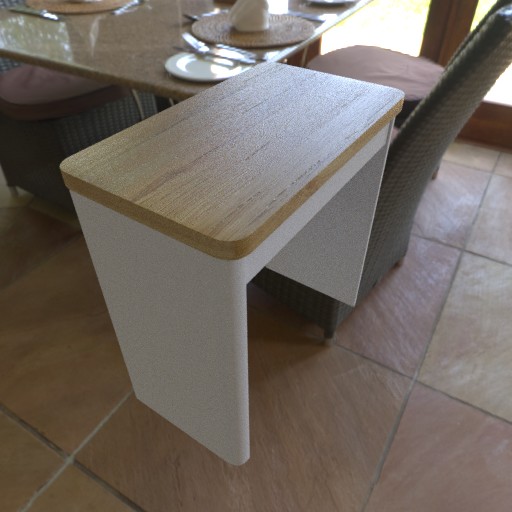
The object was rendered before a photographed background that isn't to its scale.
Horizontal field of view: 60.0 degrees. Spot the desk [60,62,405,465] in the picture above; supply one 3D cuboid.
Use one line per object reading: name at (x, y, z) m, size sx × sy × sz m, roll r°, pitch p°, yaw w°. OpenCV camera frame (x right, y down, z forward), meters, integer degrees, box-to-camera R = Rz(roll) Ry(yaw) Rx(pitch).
desk at (0.000, 0.000, 1.254) m, size 0.440 × 0.790 × 0.760 m, roll 24°, pitch 46°, yaw 25°
